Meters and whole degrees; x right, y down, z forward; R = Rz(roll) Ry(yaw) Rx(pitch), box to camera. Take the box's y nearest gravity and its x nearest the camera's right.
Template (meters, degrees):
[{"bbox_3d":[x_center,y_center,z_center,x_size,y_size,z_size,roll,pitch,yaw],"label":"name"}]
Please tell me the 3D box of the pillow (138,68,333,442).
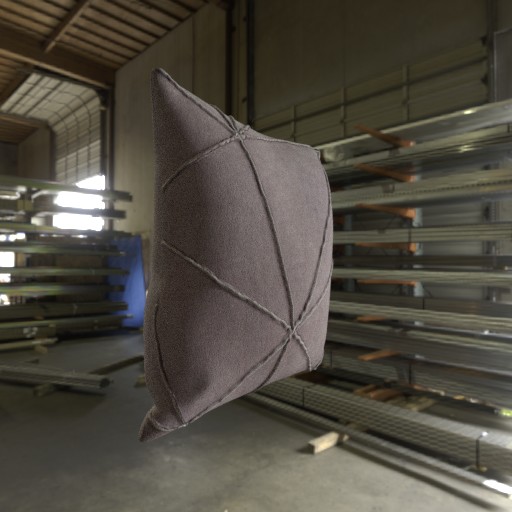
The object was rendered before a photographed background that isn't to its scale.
[{"bbox_3d":[0.000,0.000,0.688,0.185,0.440,0.439,-1,-1,35],"label":"pillow"}]
